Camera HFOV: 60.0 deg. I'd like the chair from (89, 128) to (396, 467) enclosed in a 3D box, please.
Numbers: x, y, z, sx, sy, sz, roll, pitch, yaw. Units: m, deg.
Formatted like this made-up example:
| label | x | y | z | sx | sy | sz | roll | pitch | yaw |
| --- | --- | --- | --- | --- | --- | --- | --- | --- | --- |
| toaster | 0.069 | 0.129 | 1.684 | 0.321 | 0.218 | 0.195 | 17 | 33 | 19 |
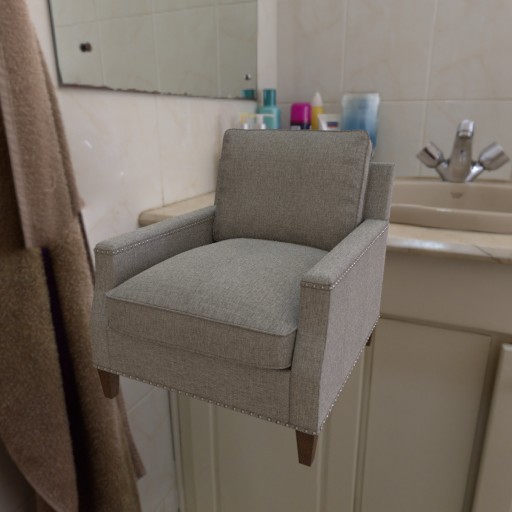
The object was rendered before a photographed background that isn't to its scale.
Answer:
| label | x | y | z | sx | sy | sz | roll | pitch | yaw |
| --- | --- | --- | --- | --- | --- | --- | --- | --- | --- |
| chair | 0.000 | 0.000 | 1.727 | 0.853 | 0.943 | 1.014 | 8 | 19 | 25 |
